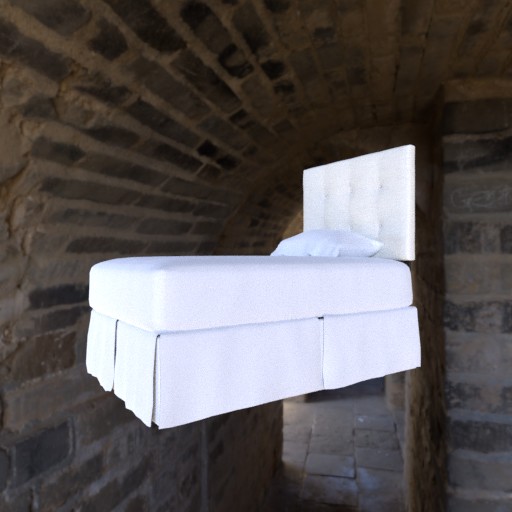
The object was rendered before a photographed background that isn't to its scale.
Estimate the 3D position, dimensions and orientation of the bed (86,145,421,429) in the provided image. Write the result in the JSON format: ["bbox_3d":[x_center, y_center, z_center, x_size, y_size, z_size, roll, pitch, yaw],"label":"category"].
[{"bbox_3d":[0.000,0.000,3.038,1.997,1.571,1.261,0,0,-35],"label":"bed"}]
